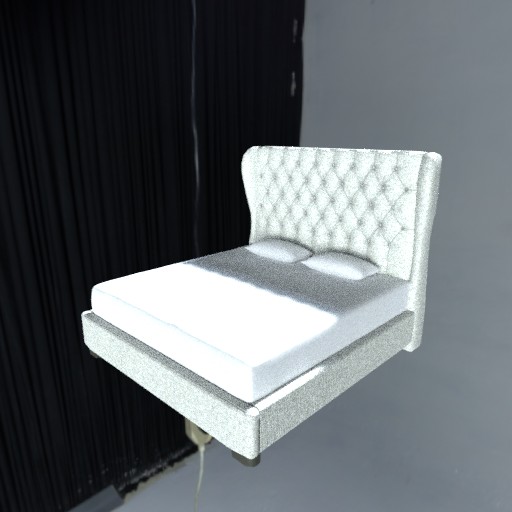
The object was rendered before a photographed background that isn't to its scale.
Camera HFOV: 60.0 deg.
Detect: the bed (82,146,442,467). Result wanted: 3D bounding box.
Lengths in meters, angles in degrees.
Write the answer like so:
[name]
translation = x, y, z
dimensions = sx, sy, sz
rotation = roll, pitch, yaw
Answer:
[bed]
translation = 0.000, 0.000, 3.887
dimensions = 2.219, 1.771, 2.347
rotation = 15, 22, 42
